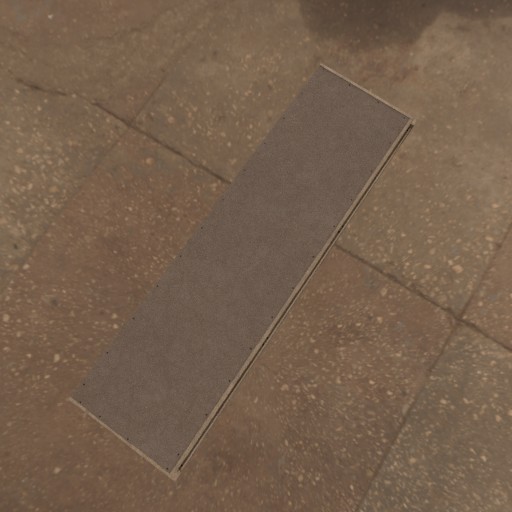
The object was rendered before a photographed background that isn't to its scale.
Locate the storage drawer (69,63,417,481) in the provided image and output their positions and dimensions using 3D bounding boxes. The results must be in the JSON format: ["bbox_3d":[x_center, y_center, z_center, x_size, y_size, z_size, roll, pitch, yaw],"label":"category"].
[{"bbox_3d":[0.000,0.000,2.253,0.591,0.274,2.072,34,79,7],"label":"storage drawer"}]
